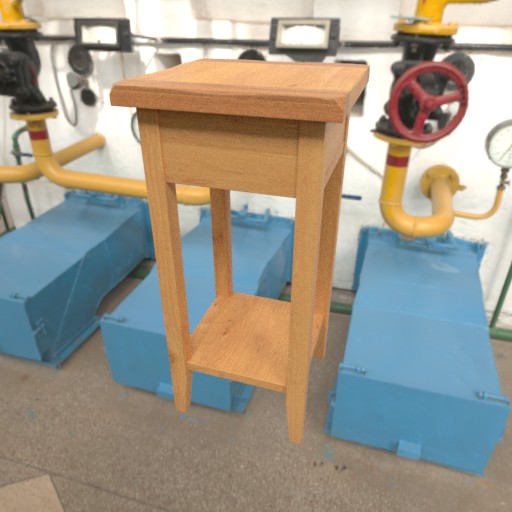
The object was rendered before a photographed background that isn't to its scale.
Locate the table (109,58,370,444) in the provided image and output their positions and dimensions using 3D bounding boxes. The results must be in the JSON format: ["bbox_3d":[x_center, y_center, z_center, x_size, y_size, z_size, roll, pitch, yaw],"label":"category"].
[{"bbox_3d":[0.000,0.000,0.961,0.360,0.740,0.360,9,32,15],"label":"table"}]
